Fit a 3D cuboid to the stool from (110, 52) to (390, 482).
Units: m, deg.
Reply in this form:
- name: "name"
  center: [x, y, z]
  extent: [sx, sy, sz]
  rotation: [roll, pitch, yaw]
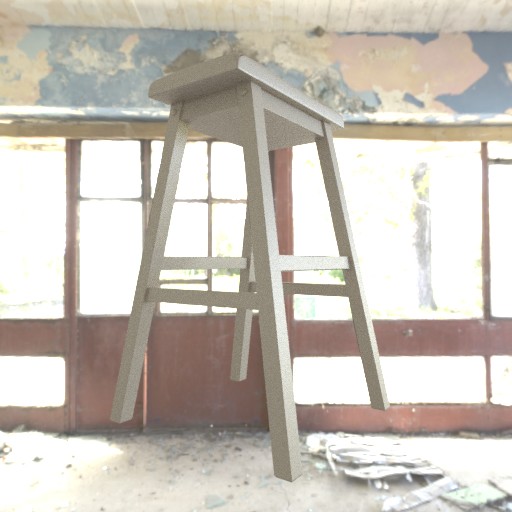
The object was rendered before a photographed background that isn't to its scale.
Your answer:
- name: "stool"
  center: [0.000, 0.000, 1.041]
  extent: [0.476, 0.737, 0.457]
  rotation: [-1, -1, 36]
